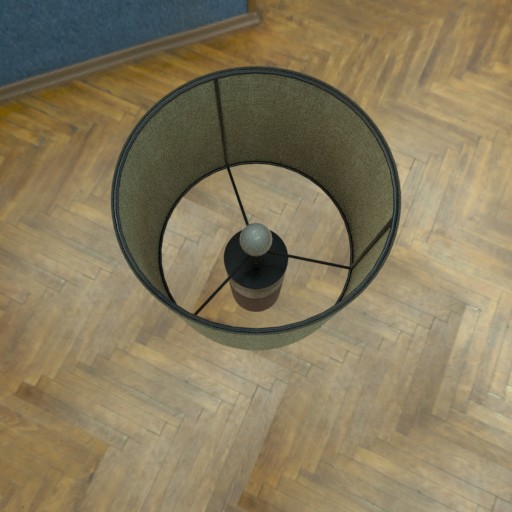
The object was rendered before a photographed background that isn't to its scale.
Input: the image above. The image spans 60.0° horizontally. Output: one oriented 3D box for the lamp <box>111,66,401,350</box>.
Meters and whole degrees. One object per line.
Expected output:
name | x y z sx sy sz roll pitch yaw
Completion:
lamp | 0.000 0.000 0.477 0.202 0.350 0.202 0 74 0
